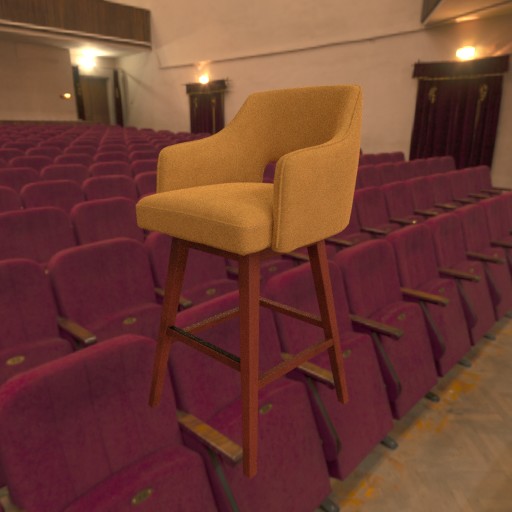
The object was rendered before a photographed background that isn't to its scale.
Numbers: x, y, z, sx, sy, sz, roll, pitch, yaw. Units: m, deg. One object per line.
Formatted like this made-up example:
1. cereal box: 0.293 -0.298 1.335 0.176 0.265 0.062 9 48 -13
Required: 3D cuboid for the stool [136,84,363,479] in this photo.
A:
1. stool: 0.000 0.000 1.366 0.548 1.012 0.558 15 22 41
